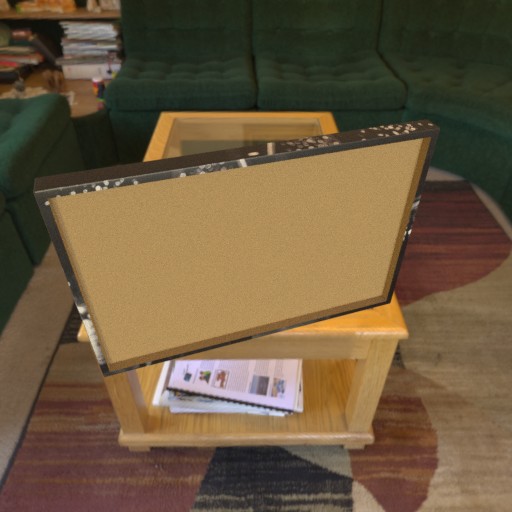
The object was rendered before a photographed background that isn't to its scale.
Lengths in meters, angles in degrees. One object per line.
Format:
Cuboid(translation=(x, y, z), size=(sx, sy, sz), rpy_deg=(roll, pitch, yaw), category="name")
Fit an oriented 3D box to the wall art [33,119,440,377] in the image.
Cuboid(translation=(0.000, 0.000, 0.780), size=(0.609, 0.406, 0.037), rpy_deg=(-12, 42, -14), category="wall art")
